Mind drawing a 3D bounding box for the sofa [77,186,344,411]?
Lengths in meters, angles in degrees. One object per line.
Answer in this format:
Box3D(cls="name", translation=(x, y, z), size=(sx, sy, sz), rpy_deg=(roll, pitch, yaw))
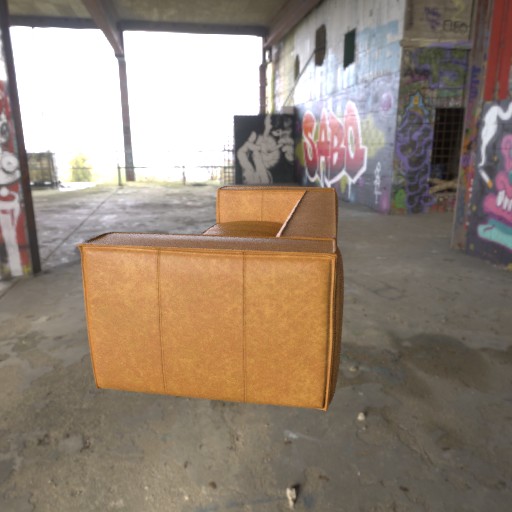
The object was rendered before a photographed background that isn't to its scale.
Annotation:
Box3D(cls="sofa", translation=(0.000, 0.000, 2.986), size=(1.102, 0.701, 2.581), rpy_deg=(2, 14, 9))
